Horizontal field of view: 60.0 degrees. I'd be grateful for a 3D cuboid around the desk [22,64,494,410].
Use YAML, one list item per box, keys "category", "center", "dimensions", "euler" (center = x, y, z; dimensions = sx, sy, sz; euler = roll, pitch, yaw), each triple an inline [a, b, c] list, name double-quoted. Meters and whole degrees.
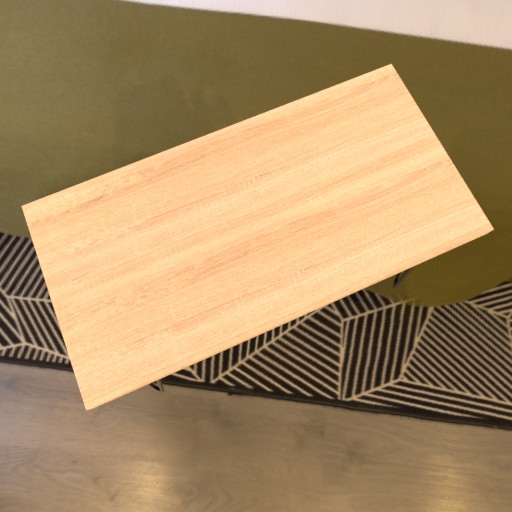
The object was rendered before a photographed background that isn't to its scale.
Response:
- category: "desk"
  center: [0.000, 0.000, 1.357]
  dimensions: [0.991, 0.660, 0.499]
  euler: [-23, 75, -6]
